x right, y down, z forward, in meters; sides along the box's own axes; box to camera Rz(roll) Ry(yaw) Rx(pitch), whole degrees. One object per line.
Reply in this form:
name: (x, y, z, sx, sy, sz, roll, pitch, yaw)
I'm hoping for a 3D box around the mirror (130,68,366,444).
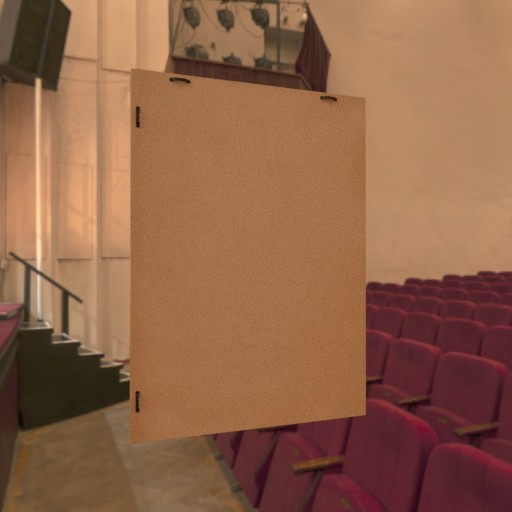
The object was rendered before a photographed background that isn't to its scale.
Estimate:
mirror: (0.000, 0.000, 0.929, 0.507, 0.710, 0.039, 0, 0, -18)
